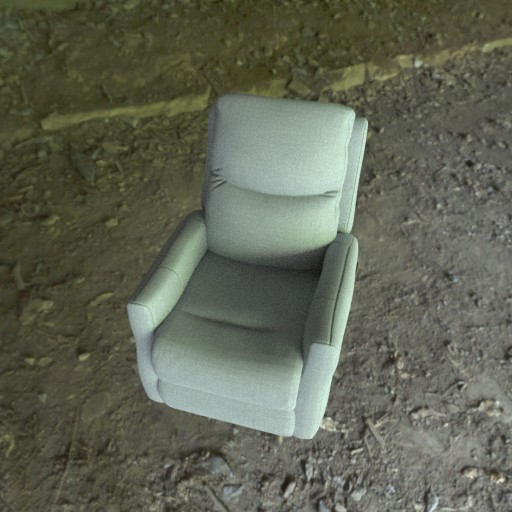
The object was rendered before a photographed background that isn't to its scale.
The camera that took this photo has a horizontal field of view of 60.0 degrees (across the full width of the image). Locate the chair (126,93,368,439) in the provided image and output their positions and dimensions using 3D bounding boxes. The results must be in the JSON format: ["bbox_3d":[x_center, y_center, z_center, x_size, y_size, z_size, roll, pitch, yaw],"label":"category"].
[{"bbox_3d":[0.000,0.000,1.847,0.829,1.030,1.080,10,43,11],"label":"chair"}]
